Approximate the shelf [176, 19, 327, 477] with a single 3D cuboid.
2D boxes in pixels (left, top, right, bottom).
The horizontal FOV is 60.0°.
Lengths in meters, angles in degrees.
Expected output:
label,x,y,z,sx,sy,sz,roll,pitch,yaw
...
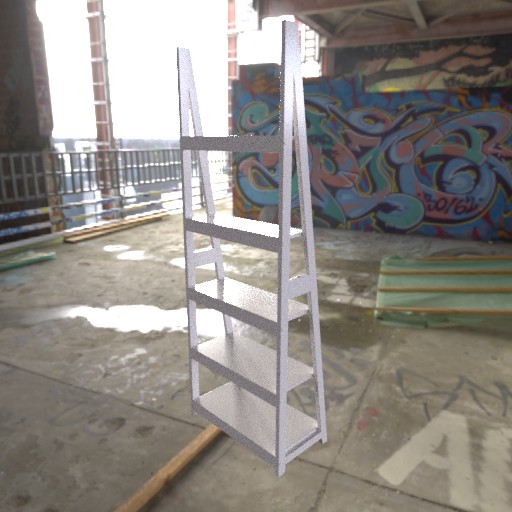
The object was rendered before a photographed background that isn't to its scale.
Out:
label,x,y,z,sx,sy,sz,roll,pitch,yaw
shelf,0.000,0.000,2.006,0.341,1.779,0.636,-14,20,-42
